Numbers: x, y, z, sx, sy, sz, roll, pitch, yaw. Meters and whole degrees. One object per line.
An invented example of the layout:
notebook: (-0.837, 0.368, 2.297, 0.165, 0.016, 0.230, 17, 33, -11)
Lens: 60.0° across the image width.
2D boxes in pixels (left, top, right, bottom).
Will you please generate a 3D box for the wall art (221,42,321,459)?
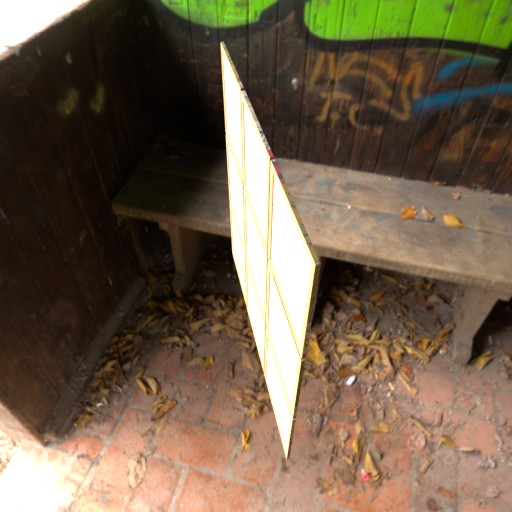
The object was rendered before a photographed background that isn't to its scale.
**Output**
wall art: (0.000, 0.000, 1.798, 0.013, 1.218, 1.206, -9, 48, -9)
